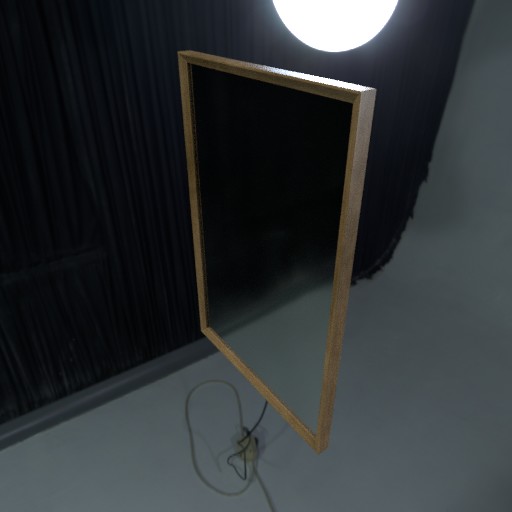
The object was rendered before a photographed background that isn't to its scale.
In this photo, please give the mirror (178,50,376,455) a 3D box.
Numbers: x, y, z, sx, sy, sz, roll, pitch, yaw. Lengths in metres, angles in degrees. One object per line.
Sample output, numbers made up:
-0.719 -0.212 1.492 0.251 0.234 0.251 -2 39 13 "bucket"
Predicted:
0.000 0.000 1.149 0.041 0.915 0.609 -21 37 -30 "mirror"
